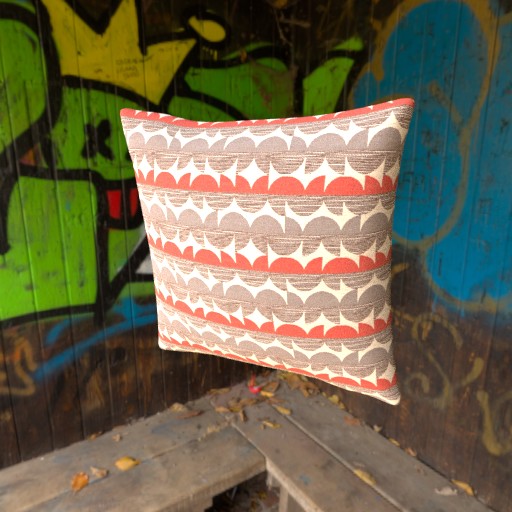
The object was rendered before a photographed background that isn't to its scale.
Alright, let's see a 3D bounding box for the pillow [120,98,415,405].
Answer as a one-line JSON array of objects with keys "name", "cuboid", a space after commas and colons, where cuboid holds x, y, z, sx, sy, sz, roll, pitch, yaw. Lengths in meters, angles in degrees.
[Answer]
[{"name": "pillow", "cuboid": [0.000, 0.000, 0.633, 0.420, 0.410, 0.180, 7, 17, 26]}]
